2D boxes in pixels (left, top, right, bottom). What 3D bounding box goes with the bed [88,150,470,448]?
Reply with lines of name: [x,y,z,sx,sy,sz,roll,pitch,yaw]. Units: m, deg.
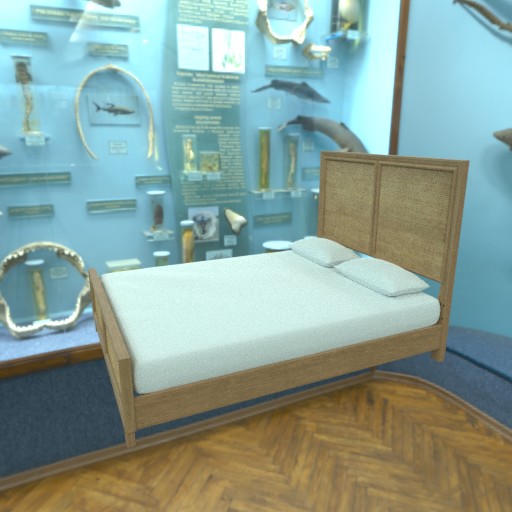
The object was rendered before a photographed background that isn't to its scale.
bed: [0.000,0.000,3.202,2.184,1.387,1.606,-7,17,-24]
